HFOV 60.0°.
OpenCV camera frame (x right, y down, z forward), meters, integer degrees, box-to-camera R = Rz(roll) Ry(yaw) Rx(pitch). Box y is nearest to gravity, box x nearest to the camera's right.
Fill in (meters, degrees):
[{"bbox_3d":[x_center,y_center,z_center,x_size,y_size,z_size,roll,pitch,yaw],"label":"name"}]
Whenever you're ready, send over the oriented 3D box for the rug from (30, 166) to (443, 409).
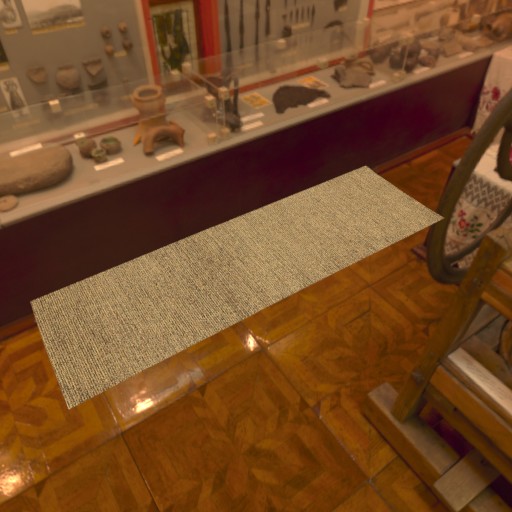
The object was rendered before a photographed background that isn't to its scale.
[{"bbox_3d":[0.000,0.000,2.523,2.335,0.013,0.697,-24,50,-22],"label":"rug"}]
